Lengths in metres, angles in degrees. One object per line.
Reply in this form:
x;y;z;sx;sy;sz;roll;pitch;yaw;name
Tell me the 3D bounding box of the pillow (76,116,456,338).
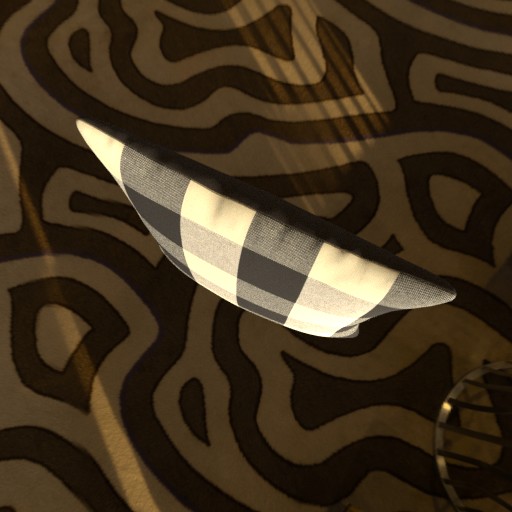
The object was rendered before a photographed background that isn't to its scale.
0.000;0.000;0.776;0.511;0.509;0.161;26;77;7;pillow
